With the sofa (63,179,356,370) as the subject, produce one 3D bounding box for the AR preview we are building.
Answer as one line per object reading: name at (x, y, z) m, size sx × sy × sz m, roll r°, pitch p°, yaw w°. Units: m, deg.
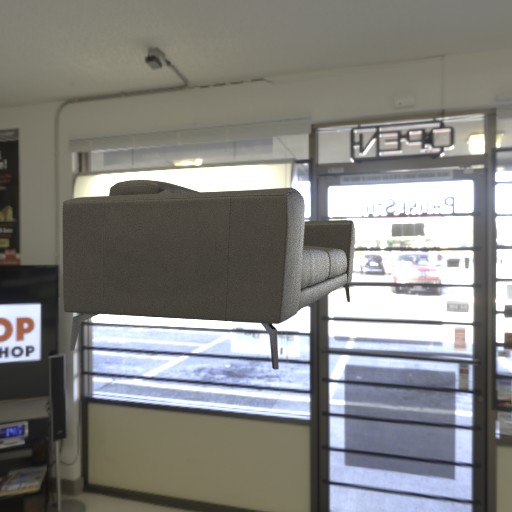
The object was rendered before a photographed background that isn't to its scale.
sofa at (0.000, 0.000, 2.868) m, size 1.048 × 0.814 × 2.330 m, roll 0°, pitch 1°, yaw 19°
